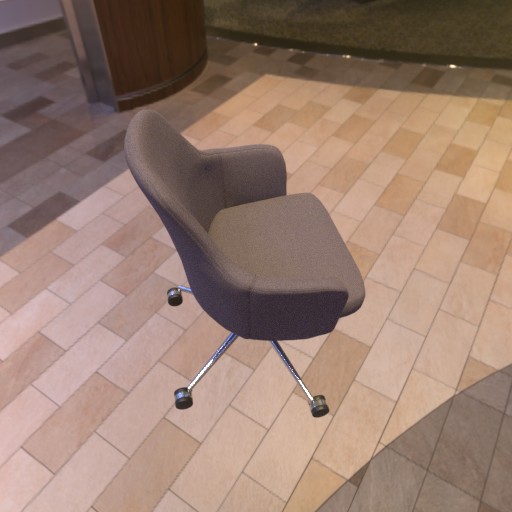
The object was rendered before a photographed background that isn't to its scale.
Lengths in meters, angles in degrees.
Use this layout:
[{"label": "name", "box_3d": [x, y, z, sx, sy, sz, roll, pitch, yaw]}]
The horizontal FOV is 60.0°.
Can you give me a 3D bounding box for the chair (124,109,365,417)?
[{"label": "chair", "box_3d": [0.000, 0.000, 1.256, 0.600, 0.820, 0.655, -10, 47, -9]}]
